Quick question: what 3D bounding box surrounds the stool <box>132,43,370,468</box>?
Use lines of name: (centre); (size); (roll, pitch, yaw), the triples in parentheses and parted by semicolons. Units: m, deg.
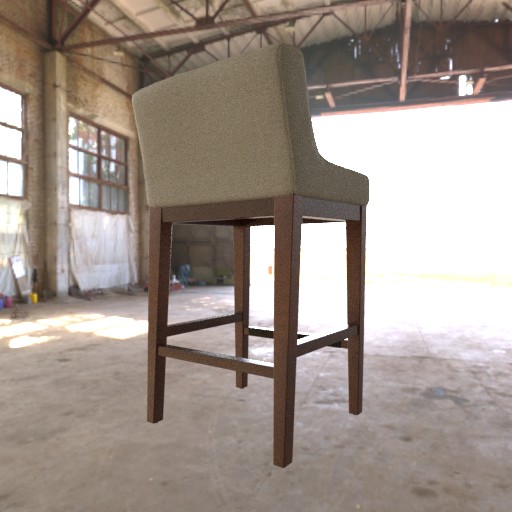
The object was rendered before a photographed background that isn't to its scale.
stool: (0.000, 0.000, 1.266); (0.511, 0.937, 0.500); (0, 0, 36)
